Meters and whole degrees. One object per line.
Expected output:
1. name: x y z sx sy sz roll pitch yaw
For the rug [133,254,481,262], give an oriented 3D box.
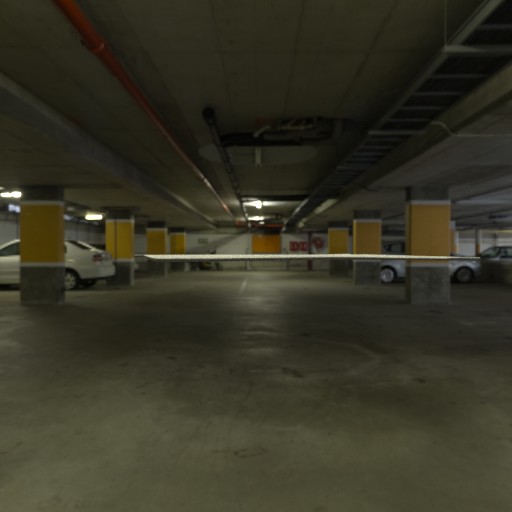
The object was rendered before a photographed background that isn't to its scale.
1. rug: 0.000 0.000 2.278 1.159 0.021 1.789 0 1 -17
